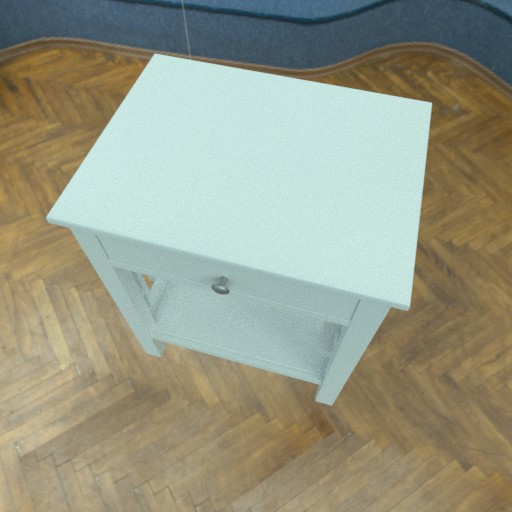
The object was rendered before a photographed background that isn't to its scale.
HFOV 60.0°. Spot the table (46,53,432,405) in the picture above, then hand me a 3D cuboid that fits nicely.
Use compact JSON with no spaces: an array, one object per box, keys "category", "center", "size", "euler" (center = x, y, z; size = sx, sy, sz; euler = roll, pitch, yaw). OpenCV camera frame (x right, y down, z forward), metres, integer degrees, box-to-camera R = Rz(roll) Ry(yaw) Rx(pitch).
[{"category":"table","center":[0.000,0.000,1.033],"size":[0.564,0.646,0.451],"euler":[13,59,8]}]
